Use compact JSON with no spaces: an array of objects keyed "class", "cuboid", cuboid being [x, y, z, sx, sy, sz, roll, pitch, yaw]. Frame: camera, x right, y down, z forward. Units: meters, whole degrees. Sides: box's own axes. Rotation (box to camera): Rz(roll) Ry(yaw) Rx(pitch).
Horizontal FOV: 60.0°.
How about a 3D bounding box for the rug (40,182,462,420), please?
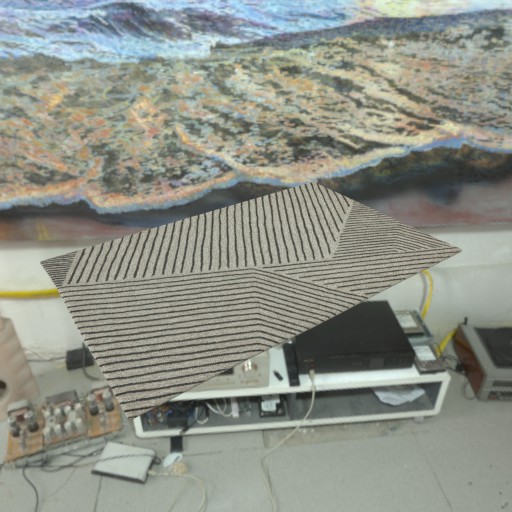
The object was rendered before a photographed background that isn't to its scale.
[{"class":"rug","cuboid":[0.000,0.000,2.979,2.406,0.023,1.539,-20,37,-30]}]
